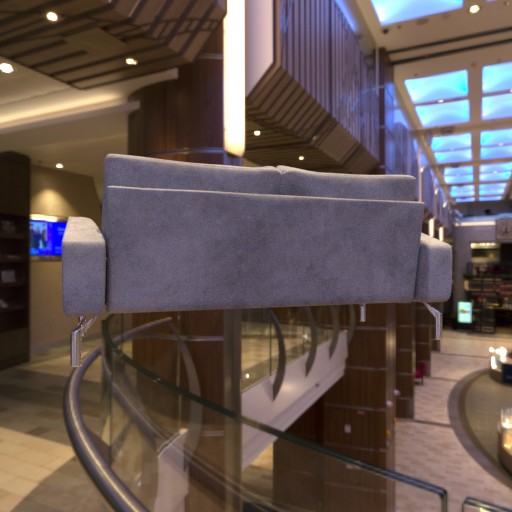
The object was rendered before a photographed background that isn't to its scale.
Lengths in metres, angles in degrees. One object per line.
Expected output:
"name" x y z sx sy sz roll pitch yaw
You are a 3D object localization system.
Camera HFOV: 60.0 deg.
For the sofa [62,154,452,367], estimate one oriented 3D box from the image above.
"sofa" 0.000 0.000 2.347 1.837 0.859 0.849 0 0 -19
